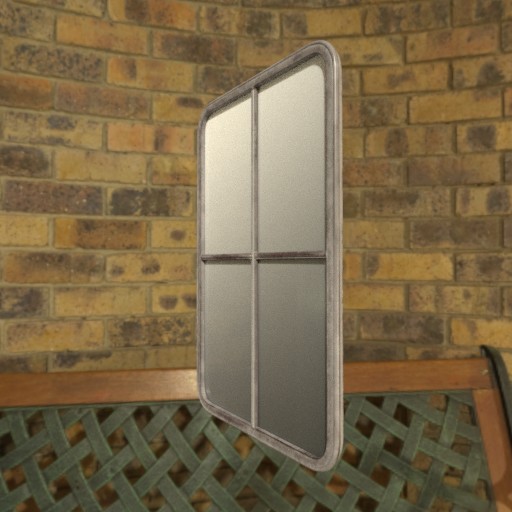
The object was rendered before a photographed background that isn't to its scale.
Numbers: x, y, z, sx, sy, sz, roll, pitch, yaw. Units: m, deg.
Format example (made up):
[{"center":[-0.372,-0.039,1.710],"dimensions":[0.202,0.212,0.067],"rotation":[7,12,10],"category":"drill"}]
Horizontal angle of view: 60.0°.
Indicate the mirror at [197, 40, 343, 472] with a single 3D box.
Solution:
[{"center":[0.000,0.000,0.882],"dimensions":[0.024,0.713,0.461],"rotation":[1,-1,-35],"category":"mirror"}]
